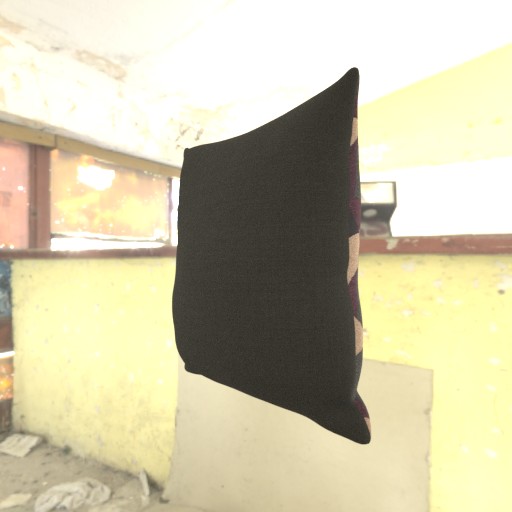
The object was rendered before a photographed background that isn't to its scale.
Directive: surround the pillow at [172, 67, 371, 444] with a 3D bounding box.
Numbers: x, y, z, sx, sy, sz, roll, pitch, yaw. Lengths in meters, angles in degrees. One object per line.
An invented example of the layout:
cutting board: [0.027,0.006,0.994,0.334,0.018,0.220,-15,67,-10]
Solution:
pillow: [0.000,0.000,0.777,0.208,0.496,0.503,1,-1,-36]
